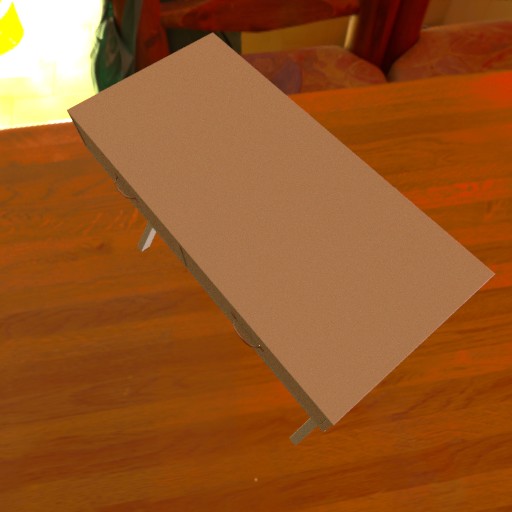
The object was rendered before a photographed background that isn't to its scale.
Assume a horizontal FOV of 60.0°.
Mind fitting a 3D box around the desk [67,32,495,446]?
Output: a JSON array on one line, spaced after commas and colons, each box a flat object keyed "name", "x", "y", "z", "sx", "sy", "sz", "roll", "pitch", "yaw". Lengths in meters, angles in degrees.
[{"name": "desk", "x": 0.000, "y": 0.000, "z": 1.455, "sx": 0.525, "sy": 0.780, "sz": 1.057, "roll": -36, "pitch": 69, "yaw": -17}]
